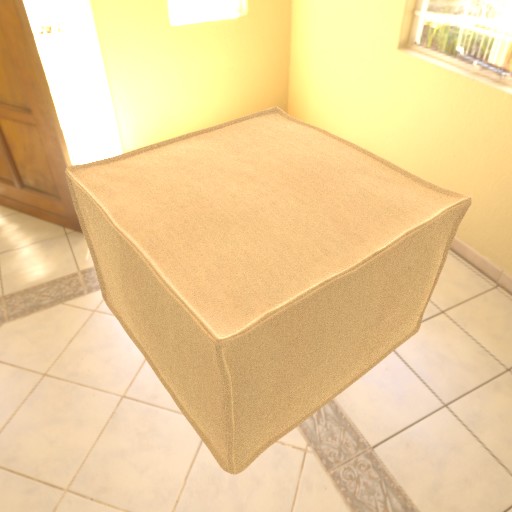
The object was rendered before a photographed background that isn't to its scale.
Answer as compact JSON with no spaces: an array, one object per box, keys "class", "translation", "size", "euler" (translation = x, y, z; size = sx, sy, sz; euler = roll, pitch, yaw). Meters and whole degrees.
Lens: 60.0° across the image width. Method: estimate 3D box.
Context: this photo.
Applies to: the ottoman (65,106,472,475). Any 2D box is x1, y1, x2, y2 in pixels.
[{"class":"ottoman","translation":[0.000,0.000,1.147],"size":[0.696,0.470,0.707],"euler":[-27,47,-28]}]
